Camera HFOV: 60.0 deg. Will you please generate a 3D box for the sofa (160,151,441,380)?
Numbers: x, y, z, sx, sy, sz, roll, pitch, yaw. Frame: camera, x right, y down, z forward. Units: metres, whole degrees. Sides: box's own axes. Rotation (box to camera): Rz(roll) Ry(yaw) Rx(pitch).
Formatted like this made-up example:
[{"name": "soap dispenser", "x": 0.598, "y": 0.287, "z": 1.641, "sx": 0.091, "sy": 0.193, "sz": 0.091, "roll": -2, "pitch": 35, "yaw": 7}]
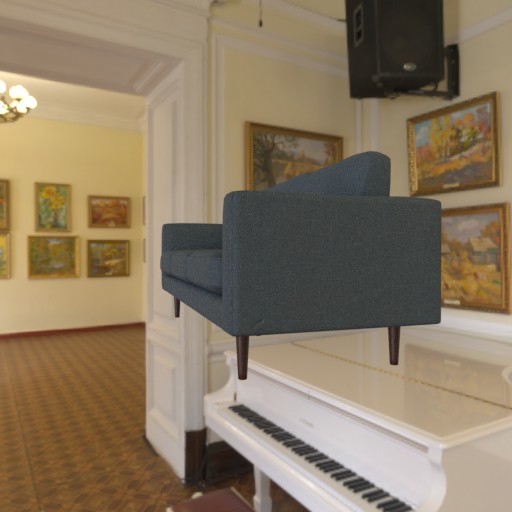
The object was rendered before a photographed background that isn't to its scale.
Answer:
[{"name": "sofa", "x": 0.000, "y": 0.000, "z": 2.621, "sx": 0.935, "sy": 0.945, "sz": 2.013, "roll": 0, "pitch": 1, "yaw": -19}]
